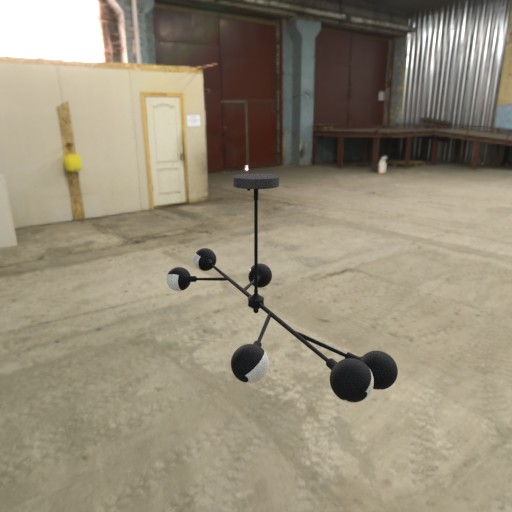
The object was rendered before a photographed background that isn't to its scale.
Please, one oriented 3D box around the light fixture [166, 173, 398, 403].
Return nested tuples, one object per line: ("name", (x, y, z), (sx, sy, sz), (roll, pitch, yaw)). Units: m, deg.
("light fixture", (0.000, 0.000, 1.015), (0.434, 0.362, 0.778), (-3, 17, -9))
